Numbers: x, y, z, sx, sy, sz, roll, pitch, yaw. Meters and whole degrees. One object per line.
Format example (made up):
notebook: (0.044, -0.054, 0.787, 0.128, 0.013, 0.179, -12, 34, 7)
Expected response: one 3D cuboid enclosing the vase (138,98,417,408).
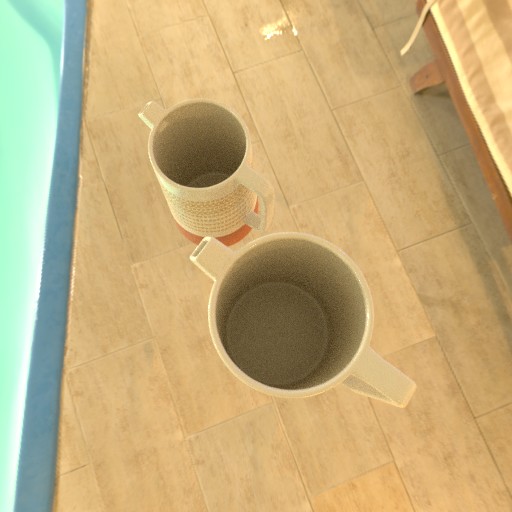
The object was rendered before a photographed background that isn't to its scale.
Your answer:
vase: (0.000, 0.000, 0.456, 0.168, 0.247, 0.326, -14, 77, -3)
